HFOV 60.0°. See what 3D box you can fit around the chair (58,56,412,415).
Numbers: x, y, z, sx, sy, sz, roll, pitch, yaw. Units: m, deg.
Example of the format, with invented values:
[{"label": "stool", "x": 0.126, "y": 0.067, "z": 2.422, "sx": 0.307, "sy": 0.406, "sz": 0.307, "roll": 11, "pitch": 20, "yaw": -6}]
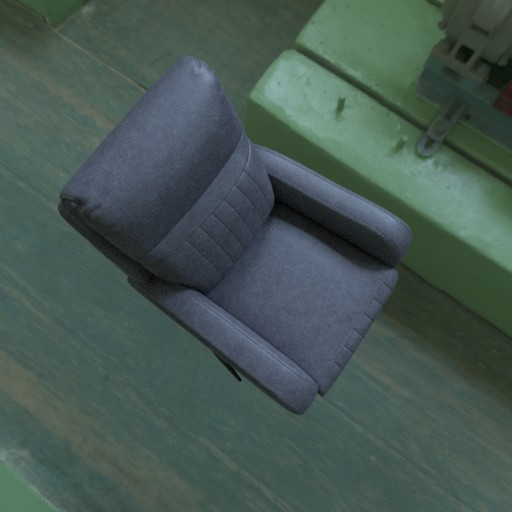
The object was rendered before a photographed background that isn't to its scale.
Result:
[{"label": "chair", "x": 0.000, "y": 0.000, "z": 1.742, "sx": 1.067, "sy": 1.067, "sz": 0.865, "roll": 34, "pitch": 78, "yaw": 8}]
